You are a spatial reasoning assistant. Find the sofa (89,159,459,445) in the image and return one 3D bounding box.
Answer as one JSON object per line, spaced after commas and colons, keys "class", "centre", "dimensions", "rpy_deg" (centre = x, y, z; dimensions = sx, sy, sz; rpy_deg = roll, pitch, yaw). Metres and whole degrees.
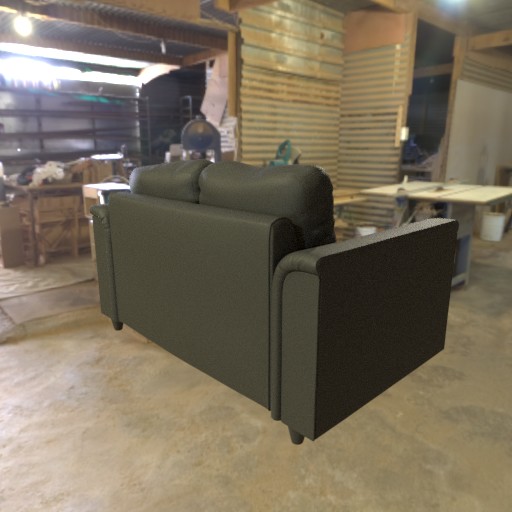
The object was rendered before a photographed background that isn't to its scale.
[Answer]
{"class": "sofa", "centre": [0.000, 0.000, 1.962], "dimensions": [0.887, 0.845, 1.386], "rpy_deg": [-13, 19, -42]}
